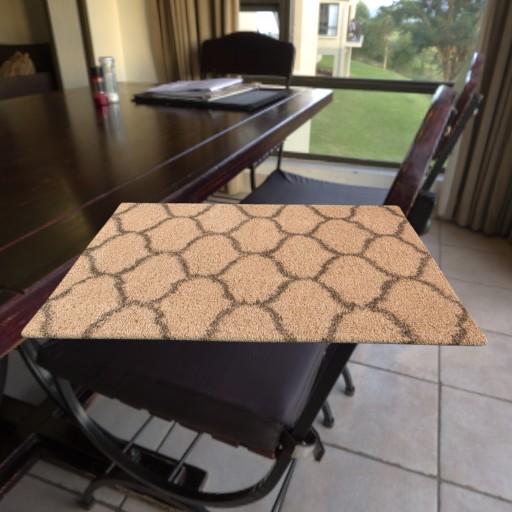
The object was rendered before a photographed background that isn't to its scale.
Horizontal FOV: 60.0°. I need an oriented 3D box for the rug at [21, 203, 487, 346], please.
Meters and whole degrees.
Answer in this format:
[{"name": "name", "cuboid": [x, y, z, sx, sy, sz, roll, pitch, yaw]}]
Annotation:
[{"name": "rug", "cuboid": [0.000, 0.000, 2.035, 1.600, 0.025, 1.200, 1, 29, 1]}]
